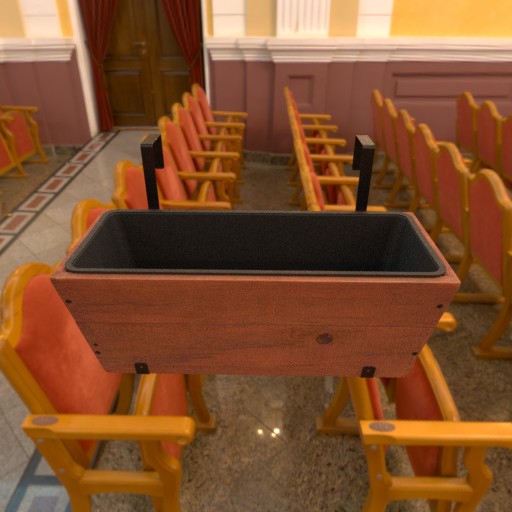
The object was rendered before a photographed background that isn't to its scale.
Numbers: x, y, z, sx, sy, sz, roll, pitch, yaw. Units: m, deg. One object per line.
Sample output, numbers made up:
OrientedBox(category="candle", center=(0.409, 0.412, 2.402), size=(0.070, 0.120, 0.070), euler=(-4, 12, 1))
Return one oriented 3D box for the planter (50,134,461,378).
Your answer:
OrientedBox(category="planter", center=(0.000, 0.000, 0.648), size=(0.480, 0.289, 0.262), euler=(1, 30, 1))
